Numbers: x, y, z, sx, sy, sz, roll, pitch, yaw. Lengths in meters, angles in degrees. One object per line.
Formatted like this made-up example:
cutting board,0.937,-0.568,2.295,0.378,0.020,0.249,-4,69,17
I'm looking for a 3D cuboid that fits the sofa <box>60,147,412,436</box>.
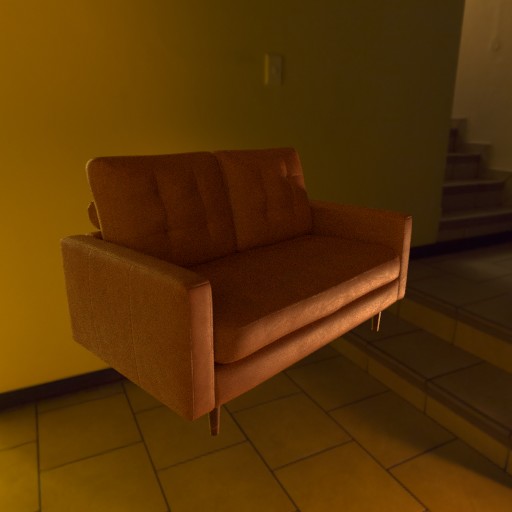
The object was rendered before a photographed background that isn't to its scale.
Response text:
sofa,0.000,0.000,1.986,0.868,0.898,1.430,15,22,41
